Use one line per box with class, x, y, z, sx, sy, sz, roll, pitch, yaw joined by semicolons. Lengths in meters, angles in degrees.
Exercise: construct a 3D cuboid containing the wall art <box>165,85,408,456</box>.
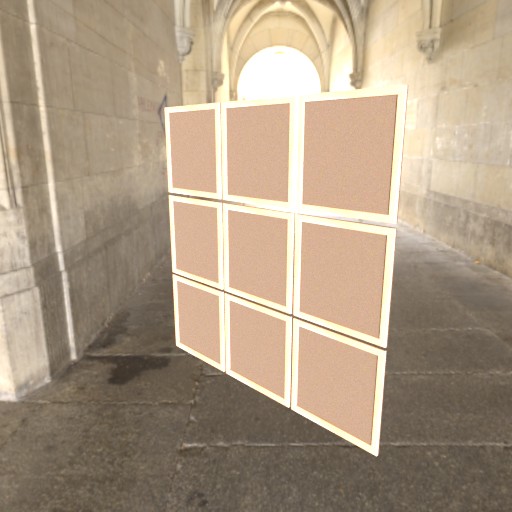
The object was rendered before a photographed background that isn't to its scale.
wall art;0.000;0.000;1.819;0.013;1.218;1.216;-14;20;-43
